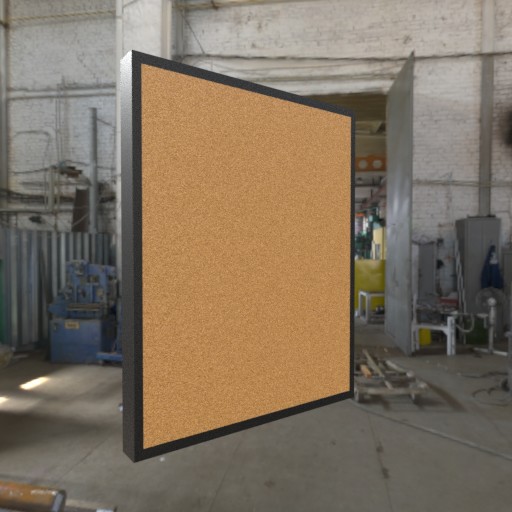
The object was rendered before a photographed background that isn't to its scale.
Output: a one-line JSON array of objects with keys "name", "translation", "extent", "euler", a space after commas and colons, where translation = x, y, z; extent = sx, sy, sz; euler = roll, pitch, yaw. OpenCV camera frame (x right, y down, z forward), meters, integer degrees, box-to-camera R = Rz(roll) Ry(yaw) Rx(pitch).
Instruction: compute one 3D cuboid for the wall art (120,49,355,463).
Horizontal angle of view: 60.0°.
[{"name": "wall art", "translation": [0.000, 0.000, 0.494], "extent": [0.294, 0.369, 0.030], "euler": [-1, 1, -36]}]
